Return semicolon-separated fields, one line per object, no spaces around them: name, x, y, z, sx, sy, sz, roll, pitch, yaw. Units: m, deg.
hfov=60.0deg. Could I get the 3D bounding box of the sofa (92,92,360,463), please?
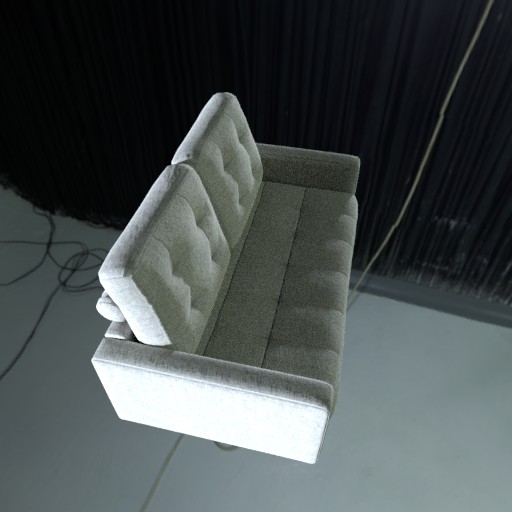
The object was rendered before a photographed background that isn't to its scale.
sofa;0.000;0.000;1.928;0.842;0.907;1.407;9;46;9
